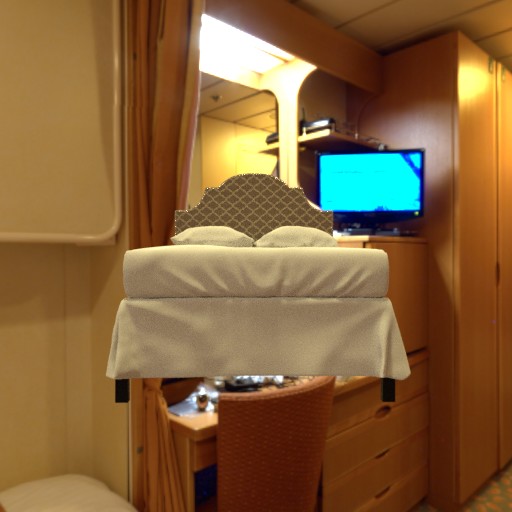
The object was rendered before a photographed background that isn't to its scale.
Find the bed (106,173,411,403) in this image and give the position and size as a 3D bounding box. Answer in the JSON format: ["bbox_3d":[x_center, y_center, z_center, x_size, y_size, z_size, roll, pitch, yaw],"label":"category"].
[{"bbox_3d":[0.000,0.000,3.477,1.780,1.633,2.222,0,0,-1],"label":"bed"}]
